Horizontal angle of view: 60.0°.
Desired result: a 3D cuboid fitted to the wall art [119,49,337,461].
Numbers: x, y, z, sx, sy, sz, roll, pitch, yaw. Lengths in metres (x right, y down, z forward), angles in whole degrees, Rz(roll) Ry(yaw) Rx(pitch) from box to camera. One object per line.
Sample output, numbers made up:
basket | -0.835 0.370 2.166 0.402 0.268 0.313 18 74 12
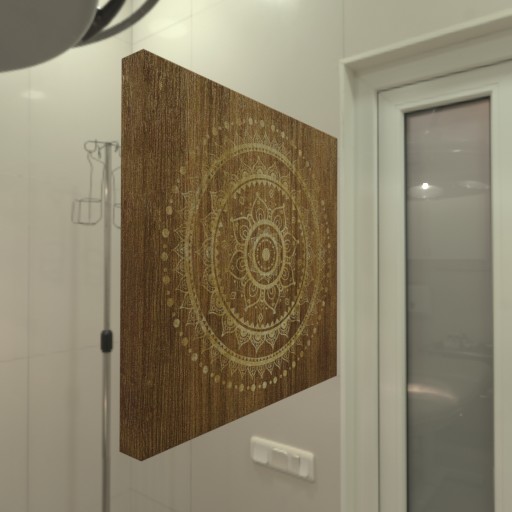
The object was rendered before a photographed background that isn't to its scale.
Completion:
wall art | 0.000 0.000 0.602 0.039 0.403 0.406 0 -1 38
